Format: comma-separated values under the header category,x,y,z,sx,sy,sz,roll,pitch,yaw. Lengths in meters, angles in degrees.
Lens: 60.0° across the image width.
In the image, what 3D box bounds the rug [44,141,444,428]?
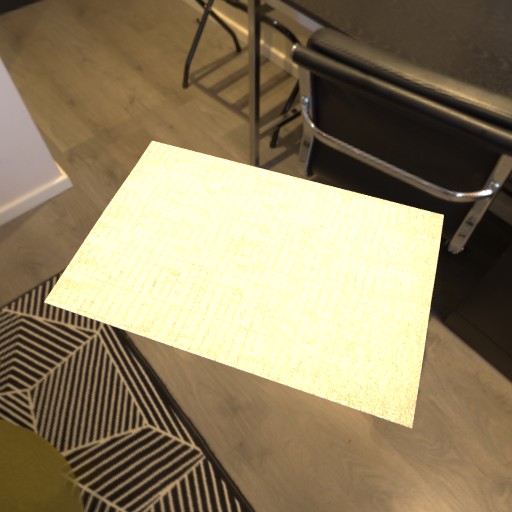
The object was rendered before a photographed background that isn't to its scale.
category,x,y,z,sx,sy,sz,roll,pitch,yaw
rug,0.000,0.000,2.356,1.827,0.007,1.211,16,59,10
